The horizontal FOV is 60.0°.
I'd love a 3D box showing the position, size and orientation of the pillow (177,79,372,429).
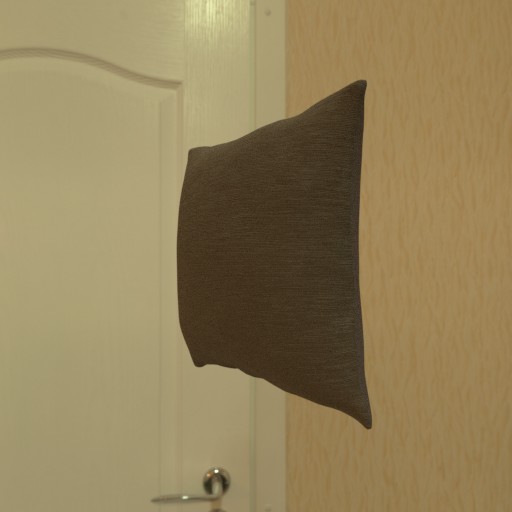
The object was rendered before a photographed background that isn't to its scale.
[{"bbox_3d":[0.000,0.000,0.715,0.204,0.439,0.452,0,-1,-36],"label":"pillow"}]
